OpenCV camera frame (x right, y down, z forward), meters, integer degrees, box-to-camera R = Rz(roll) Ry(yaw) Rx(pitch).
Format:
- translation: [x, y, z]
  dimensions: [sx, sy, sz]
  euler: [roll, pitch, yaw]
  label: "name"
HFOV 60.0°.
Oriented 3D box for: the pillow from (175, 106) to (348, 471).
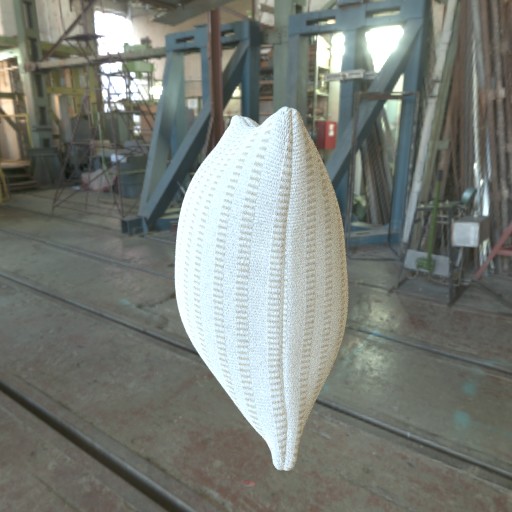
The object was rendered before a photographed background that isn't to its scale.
- translation: [0.000, 0.000, 0.676]
  dimensions: [0.247, 0.419, 0.438]
  euler: [-3, 17, -9]
  label: "pillow"
